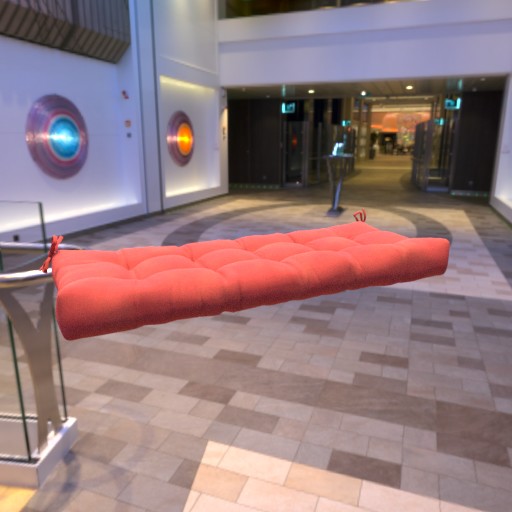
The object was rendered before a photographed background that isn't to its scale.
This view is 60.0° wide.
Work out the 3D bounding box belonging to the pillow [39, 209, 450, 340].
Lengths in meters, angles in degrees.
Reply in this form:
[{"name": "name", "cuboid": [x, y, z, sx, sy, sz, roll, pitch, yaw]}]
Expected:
[{"name": "pillow", "cuboid": [0.000, 0.000, 1.350, 1.194, 0.174, 0.511, -7, 16, -25]}]
